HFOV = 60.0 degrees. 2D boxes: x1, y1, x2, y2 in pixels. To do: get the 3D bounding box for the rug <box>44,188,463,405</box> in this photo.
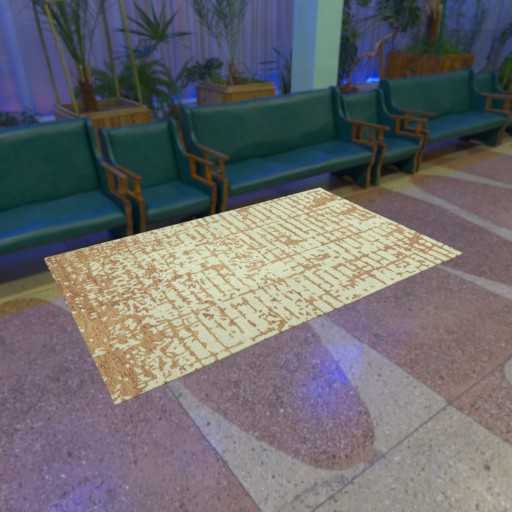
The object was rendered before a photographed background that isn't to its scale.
[{"bbox_3d":[0.000,0.000,3.026,2.435,0.011,1.517,-18,34,-29],"label":"rug"}]
